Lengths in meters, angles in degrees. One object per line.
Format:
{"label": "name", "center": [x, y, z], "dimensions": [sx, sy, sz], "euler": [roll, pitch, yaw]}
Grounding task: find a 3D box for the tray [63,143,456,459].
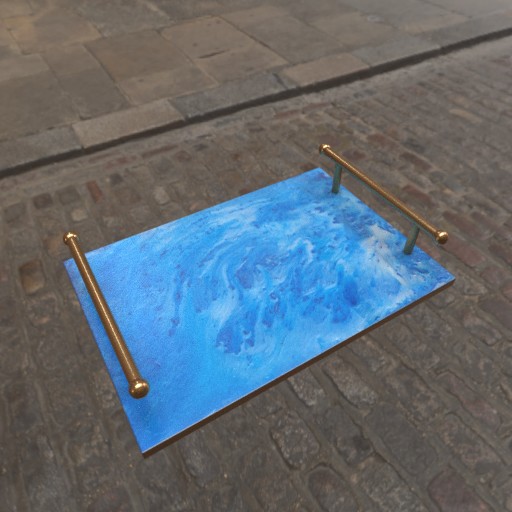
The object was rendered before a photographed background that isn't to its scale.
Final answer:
{"label": "tray", "center": [0.000, 0.000, 0.584], "dimensions": [0.444, 0.084, 0.304], "euler": [-23, 50, -21]}
